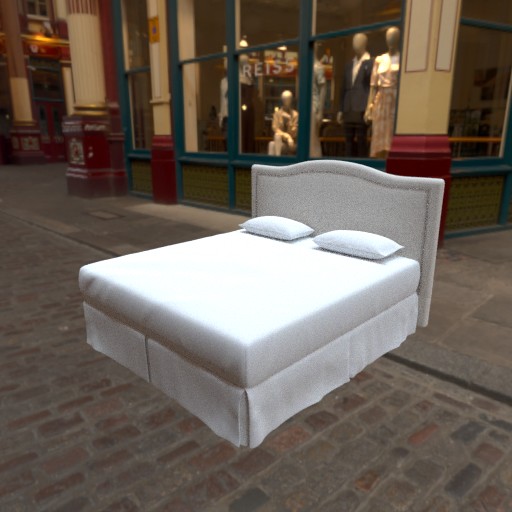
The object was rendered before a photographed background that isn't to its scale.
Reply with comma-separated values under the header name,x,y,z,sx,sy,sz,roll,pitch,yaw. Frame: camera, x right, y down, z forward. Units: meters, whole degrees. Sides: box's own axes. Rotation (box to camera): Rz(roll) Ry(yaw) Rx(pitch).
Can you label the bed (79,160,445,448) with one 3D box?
name,x,y,z,sx,sy,sz,roll,pitch,yaw
bed,0.000,0.000,3.608,2.083,1.421,2.182,15,22,42
